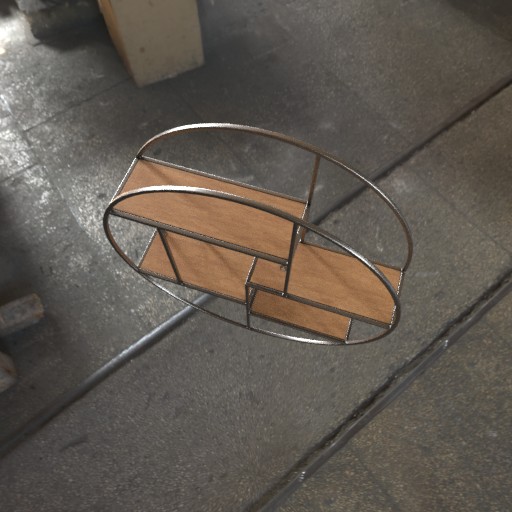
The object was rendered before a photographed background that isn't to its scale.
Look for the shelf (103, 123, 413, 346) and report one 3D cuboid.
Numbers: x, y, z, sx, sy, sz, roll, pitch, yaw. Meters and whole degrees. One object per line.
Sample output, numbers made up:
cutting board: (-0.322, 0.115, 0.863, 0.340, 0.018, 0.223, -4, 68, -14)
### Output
shelf: (0.000, 0.000, 1.357, 0.888, 0.888, 0.202, 16, 65, 8)
